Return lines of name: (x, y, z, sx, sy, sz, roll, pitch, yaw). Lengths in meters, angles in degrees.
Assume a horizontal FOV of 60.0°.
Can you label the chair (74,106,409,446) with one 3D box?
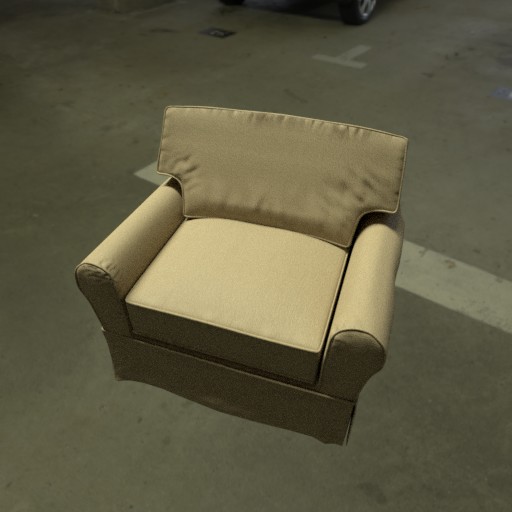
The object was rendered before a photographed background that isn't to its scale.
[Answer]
chair: (0.000, 0.000, 1.779, 1.096, 0.937, 0.903, 12, 42, 14)
